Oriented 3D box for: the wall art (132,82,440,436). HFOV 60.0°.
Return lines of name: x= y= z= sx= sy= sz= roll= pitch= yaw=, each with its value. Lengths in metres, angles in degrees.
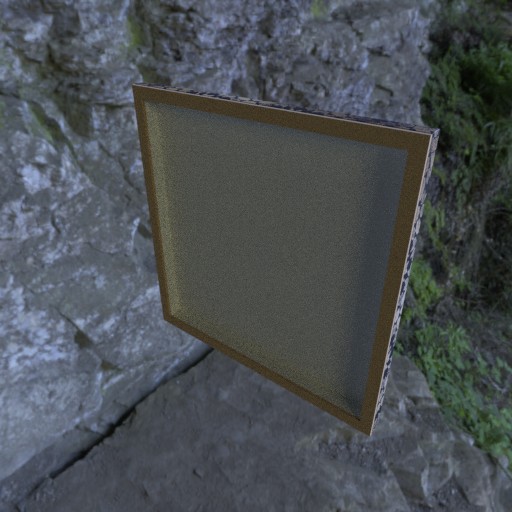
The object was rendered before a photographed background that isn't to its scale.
wall art: x=0.000 y=0.000 z=0.912 sx=0.612 sy=0.612 sz=0.038 roll=21 pitch=37 yaw=32
